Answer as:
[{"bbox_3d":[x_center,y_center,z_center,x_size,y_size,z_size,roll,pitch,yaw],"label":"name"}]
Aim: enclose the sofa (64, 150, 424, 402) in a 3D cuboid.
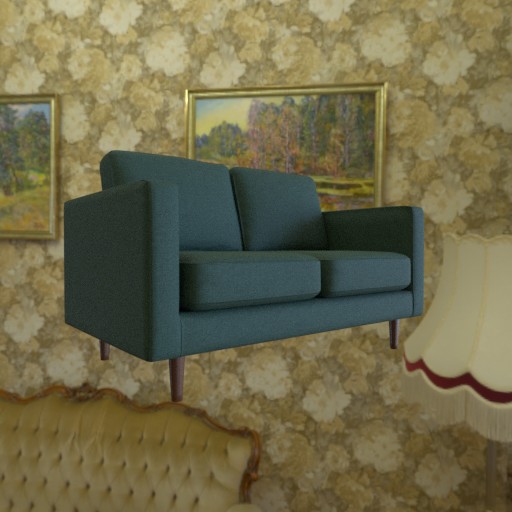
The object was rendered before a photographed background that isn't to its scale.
[{"bbox_3d":[0.000,0.000,2.015,1.430,0.899,0.879,-1,1,-38],"label":"sofa"}]
